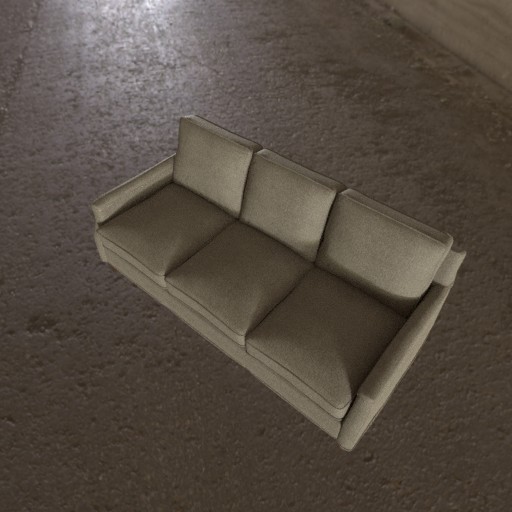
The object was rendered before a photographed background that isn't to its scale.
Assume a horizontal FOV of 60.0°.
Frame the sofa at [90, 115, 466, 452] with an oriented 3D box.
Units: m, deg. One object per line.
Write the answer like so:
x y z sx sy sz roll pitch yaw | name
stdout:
0.000 0.000 2.901 2.246 1.003 1.084 32 54 26 | sofa
